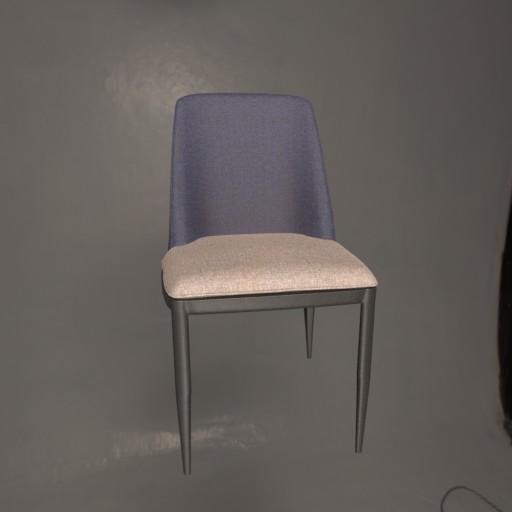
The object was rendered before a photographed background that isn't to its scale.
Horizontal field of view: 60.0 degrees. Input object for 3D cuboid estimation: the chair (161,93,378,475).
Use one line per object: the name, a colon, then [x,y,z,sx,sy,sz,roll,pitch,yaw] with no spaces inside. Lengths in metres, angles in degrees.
chair: [0.000,0.000,1.154,0.480,0.839,0.551,-3,16,-10]
